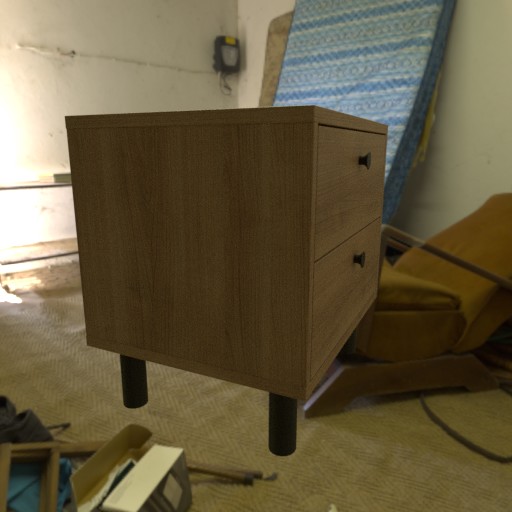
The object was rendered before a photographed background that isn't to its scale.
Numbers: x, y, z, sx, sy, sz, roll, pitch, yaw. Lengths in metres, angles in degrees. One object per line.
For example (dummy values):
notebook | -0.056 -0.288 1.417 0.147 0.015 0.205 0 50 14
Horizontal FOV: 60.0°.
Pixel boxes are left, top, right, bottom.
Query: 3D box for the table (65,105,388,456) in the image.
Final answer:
table | 0.000 0.000 0.788 0.380 0.460 0.445 6 15 25
